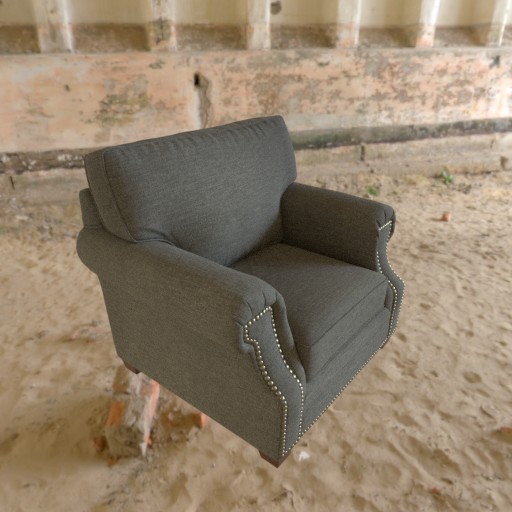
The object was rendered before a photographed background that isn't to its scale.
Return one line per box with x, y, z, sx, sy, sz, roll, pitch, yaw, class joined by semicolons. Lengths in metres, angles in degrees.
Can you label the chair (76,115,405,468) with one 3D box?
0.000;0.000;1.810;0.965;0.961;1.092;19;32;34;chair
